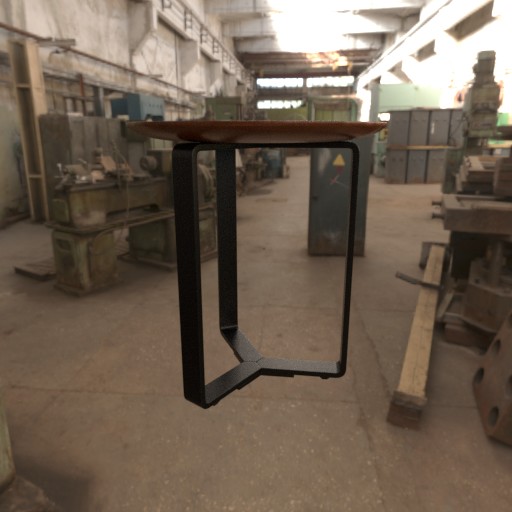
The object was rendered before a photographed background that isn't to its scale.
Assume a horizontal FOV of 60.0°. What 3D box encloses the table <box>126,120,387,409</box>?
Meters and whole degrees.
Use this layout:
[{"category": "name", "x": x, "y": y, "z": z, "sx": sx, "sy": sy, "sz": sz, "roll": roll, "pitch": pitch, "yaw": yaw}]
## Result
[{"category": "table", "x": 0.000, "y": 0.000, "z": 0.782, "sx": 0.410, "sy": 0.450, "sz": 0.380, "roll": 2, "pitch": 16, "yaw": 8}]
